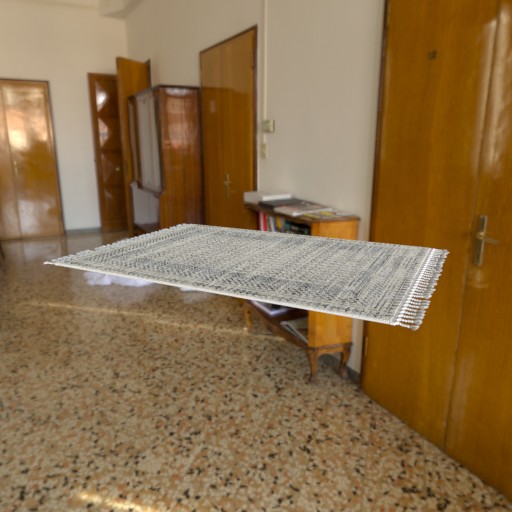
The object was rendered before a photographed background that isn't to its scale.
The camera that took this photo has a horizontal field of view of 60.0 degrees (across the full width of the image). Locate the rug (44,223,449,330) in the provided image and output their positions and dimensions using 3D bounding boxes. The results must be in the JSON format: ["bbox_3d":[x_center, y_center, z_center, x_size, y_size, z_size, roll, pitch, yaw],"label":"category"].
[{"bbox_3d":[0.000,0.000,2.418,1.872,0.013,1.243,7,16,26],"label":"rug"}]
